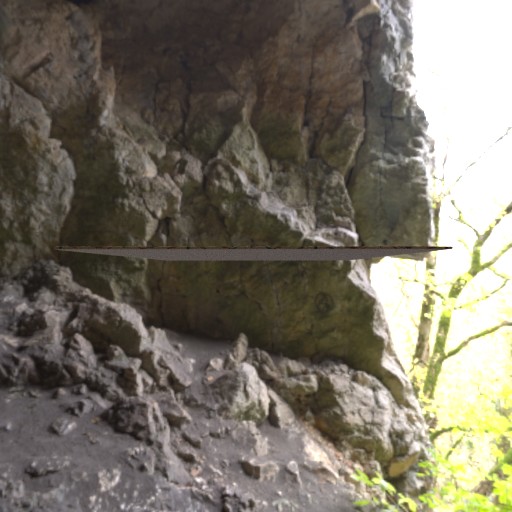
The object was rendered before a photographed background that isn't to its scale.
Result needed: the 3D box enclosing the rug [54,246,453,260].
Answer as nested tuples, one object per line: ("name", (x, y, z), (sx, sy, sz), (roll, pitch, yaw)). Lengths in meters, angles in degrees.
("rug", (0.000, 0.000, 4.307), (2.446, 0.020, 3.215), (0, -2, 1))
